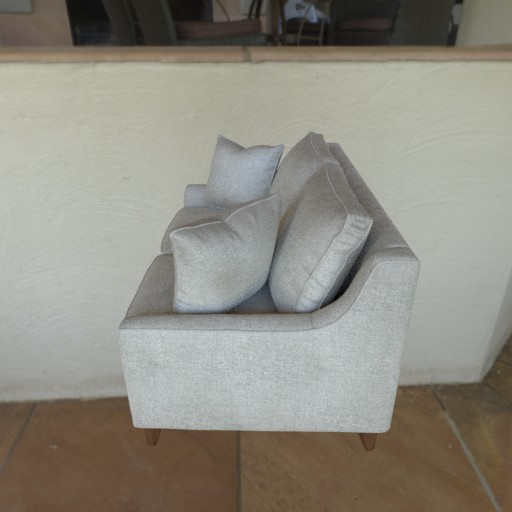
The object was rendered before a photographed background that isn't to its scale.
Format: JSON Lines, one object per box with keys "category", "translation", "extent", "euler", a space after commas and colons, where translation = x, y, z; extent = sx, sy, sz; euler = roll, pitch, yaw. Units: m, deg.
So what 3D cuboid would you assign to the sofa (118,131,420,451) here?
{"category": "sofa", "translation": [0.000, 0.000, 1.972], "extent": [0.915, 0.863, 1.422], "euler": [0, 27, 1]}
